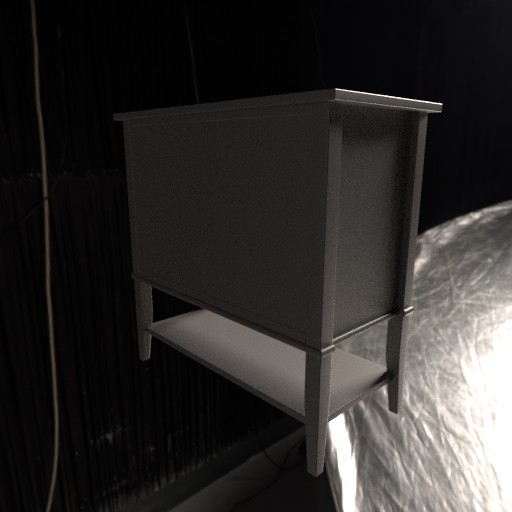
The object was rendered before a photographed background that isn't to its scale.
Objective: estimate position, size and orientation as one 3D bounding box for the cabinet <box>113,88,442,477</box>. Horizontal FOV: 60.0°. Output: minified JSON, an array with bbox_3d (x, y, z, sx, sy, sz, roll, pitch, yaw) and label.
[{"bbox_3d":[0.000,0.000,1.239,0.396,0.780,0.801,-13,19,-42],"label":"cabinet"}]
